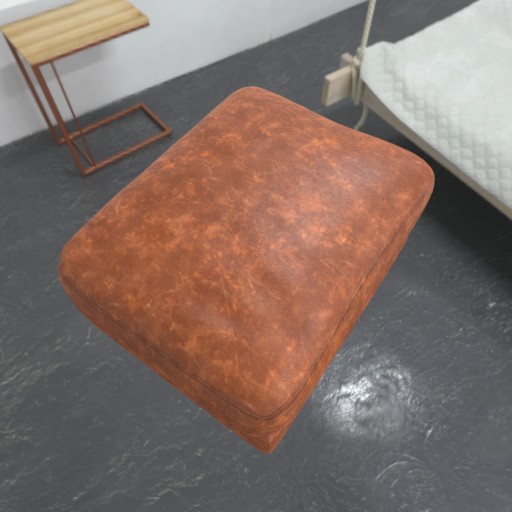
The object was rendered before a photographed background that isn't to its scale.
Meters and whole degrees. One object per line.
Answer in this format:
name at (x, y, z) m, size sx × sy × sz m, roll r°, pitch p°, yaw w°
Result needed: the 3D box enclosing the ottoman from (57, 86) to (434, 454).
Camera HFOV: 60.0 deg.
ottoman at (0.000, 0.000, 1.240) m, size 0.657 × 0.562 × 0.832 m, roll 31°, pitch 63°, yaw 18°
